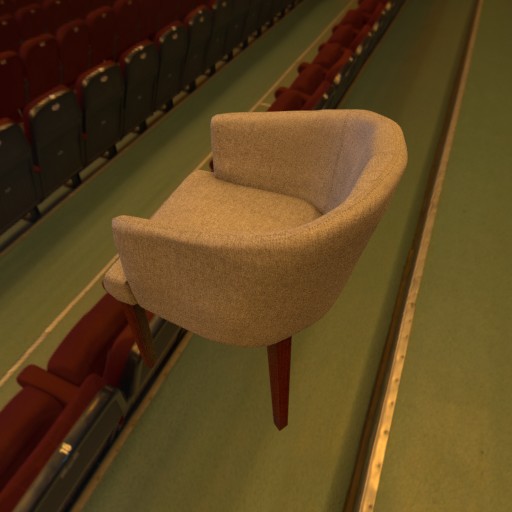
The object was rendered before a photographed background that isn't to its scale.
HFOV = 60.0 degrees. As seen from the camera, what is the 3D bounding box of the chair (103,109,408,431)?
[{"bbox_3d":[0.000,0.000,1.252,0.655,0.811,0.583,16,48,16],"label":"chair"}]
